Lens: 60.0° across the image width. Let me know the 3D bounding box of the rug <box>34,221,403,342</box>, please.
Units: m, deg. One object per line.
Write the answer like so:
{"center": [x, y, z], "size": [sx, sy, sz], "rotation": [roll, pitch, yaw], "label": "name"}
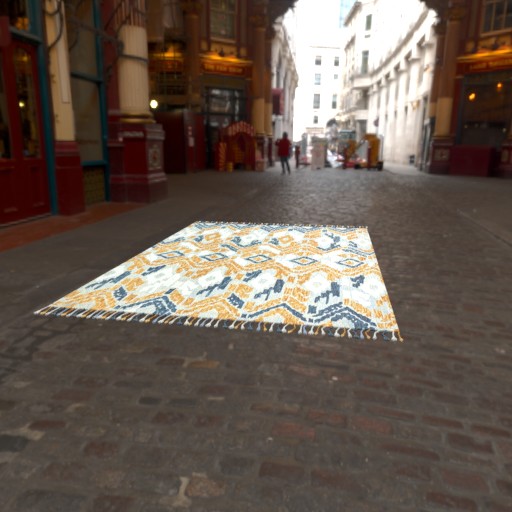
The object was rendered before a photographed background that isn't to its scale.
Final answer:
{"center": [0.000, 0.000, 2.285], "size": [1.230, 0.008, 1.827], "rotation": [3, 15, 10], "label": "rug"}
